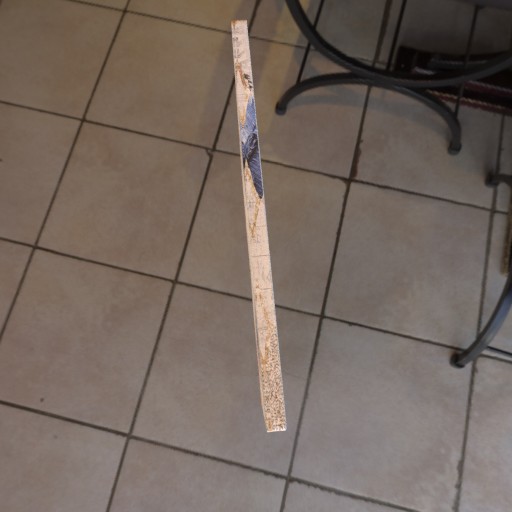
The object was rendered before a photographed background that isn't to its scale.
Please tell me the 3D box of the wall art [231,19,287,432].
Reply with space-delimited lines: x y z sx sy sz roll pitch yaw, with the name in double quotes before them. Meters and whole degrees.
"wall art" 0.000 0.000 1.363 0.039 0.914 0.912 -5 75 -1
